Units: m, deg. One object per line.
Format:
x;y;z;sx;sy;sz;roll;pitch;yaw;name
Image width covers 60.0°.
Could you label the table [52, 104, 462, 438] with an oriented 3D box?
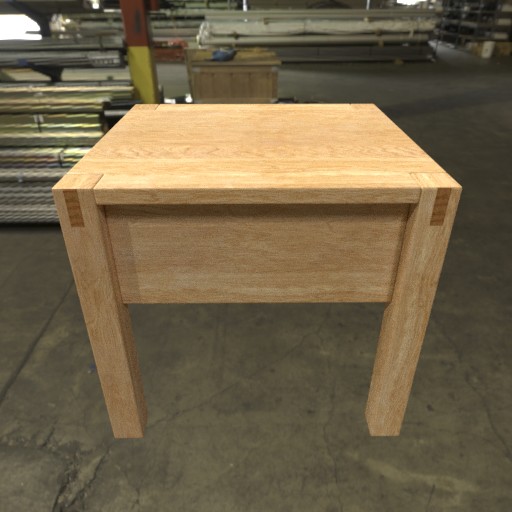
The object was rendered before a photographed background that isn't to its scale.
0.000;0.000;0.819;0.480;0.450;0.440;0;31;0;table
